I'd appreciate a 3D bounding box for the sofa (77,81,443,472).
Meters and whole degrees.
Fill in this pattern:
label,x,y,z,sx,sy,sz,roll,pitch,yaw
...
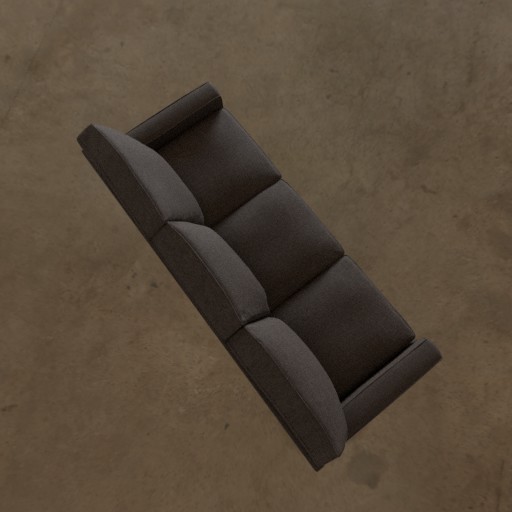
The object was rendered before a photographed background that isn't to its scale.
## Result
label,x,y,z,sx,sy,sz,roll,pitch,yaw
sofa,0.000,0.000,2.849,1.004,0.978,2.369,-36,78,-9
